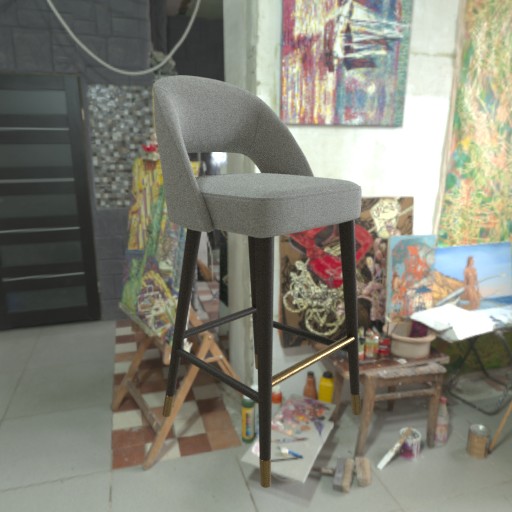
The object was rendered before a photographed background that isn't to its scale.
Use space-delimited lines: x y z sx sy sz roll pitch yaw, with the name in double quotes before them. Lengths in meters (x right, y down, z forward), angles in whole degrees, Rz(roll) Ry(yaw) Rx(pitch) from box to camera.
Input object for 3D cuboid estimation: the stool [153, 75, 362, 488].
"stool" 0.000 0.000 1.308 0.509 1.037 0.494 13 19 42
